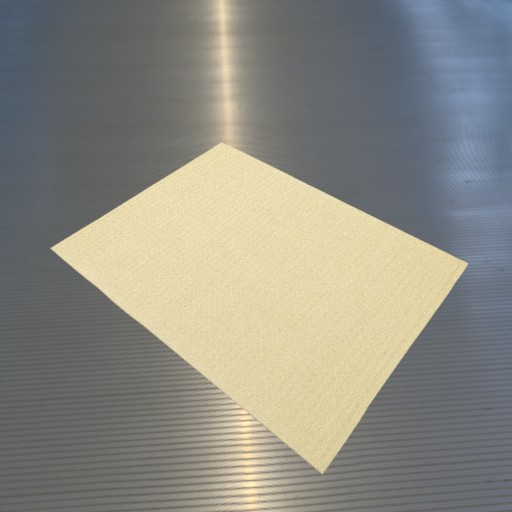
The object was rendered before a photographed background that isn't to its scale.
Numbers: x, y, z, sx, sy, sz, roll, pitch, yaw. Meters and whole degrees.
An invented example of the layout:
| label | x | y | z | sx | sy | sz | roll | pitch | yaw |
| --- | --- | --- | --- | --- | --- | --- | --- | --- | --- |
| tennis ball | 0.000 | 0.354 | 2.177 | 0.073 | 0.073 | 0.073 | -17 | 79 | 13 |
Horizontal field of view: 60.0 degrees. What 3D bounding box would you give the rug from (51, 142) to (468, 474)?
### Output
| label | x | y | z | sx | sy | sz | roll | pitch | yaw |
| --- | --- | --- | --- | --- | --- | --- | --- | --- | --- |
| rug | 0.000 | 0.000 | 4.247 | 3.204 | 0.016 | 2.452 | 32 | 54 | 26 |
